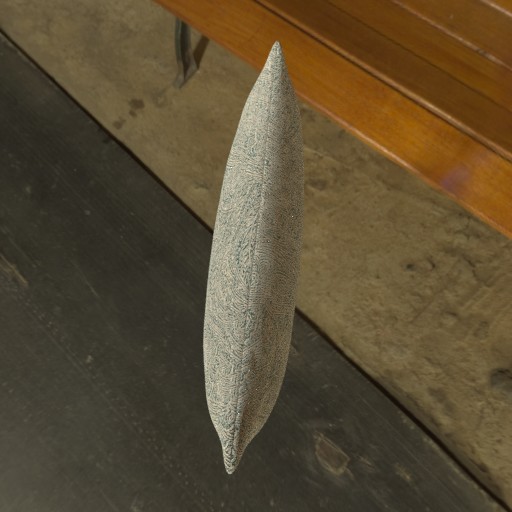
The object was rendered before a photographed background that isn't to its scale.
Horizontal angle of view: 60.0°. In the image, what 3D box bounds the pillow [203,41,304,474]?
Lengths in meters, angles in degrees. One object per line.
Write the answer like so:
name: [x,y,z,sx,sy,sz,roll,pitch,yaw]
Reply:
pillow: [0.000,0.000,0.746,0.151,0.295,0.615,6,76,1]
